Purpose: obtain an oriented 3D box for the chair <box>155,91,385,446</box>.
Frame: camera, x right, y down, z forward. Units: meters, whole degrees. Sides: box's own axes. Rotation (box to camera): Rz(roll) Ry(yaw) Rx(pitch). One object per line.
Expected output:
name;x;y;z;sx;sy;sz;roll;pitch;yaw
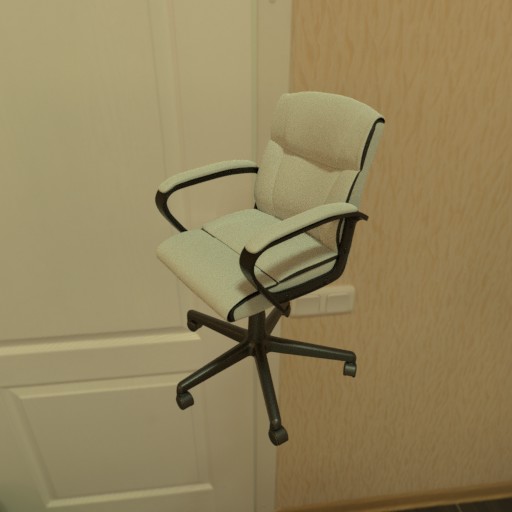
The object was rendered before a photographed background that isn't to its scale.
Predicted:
chair;0.000;0.000;1.540;0.717;1.004;0.739;-20;36;-31
